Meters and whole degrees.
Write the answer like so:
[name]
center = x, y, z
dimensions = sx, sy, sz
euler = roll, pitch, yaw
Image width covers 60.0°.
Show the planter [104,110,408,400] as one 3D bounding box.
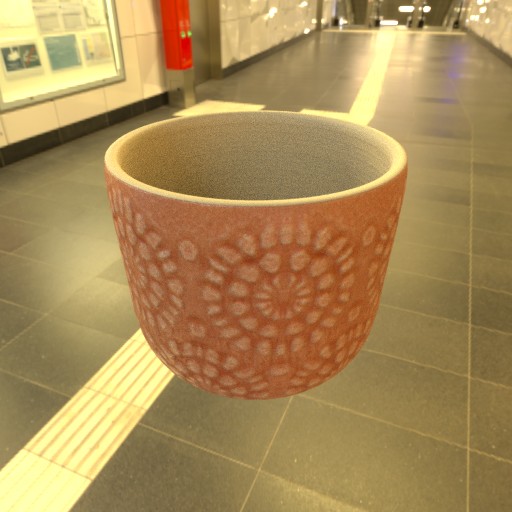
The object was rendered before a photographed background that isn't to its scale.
[planter]
center = 0.000, 0.000, 0.213
dimensions = 0.124, 0.109, 0.124
euler = 0, 31, 0
